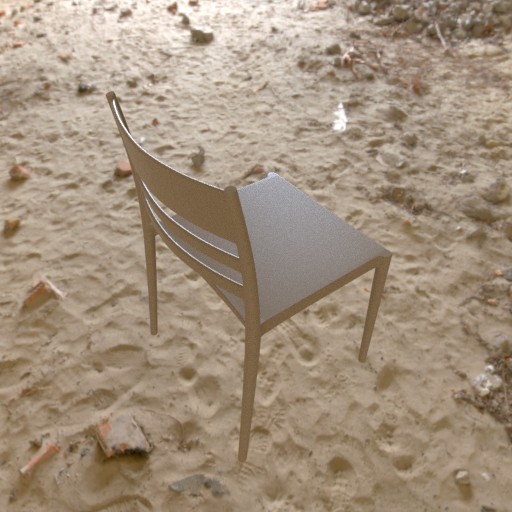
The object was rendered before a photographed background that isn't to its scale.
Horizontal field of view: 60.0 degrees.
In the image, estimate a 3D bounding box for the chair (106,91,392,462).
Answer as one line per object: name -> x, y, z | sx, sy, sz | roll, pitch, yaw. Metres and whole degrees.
chair -> 0.000, 0.000, 1.139 | 0.511, 0.800, 0.531 | -26, 47, -26
